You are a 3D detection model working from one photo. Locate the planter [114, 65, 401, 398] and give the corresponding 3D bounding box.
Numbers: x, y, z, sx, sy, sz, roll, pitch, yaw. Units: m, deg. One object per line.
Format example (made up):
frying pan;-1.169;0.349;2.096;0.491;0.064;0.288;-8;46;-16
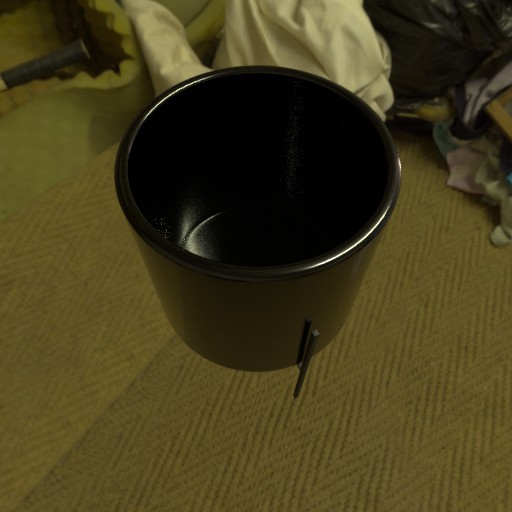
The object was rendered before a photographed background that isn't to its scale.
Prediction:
planter;0.000;0.000;0.651;0.310;0.432;0.310;18;61;10
